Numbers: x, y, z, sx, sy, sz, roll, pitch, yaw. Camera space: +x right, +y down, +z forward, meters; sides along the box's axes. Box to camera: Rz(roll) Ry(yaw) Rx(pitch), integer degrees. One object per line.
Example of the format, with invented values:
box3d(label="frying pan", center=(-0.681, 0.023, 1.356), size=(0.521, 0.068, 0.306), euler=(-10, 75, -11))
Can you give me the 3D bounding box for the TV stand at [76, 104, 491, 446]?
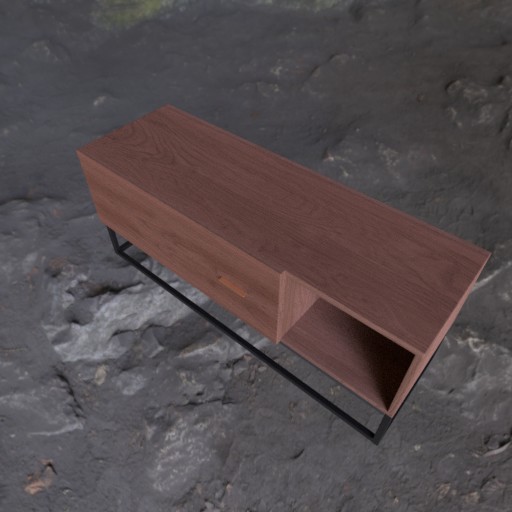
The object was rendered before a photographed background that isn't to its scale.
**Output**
box3d(label="TV stand", center=(0.000, 0.000, 1.452), size=(1.200, 0.500, 0.415), euler=(31, 54, 26))
